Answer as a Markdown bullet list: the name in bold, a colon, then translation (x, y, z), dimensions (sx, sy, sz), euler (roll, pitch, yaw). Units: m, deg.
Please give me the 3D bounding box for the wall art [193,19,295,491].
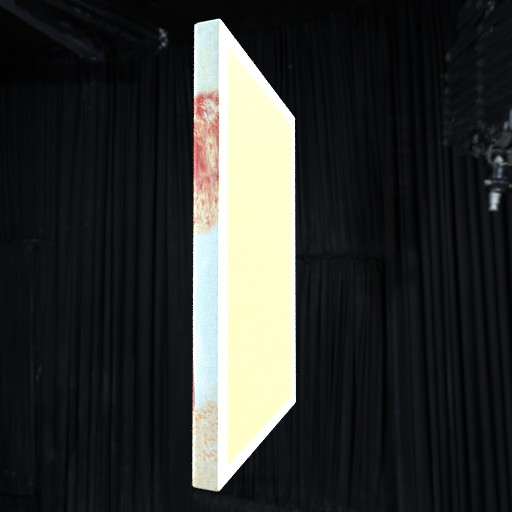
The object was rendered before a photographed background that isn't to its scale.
- **wall art**: translation (0.000, 0.000, 0.765), dimensions (0.038, 0.610, 0.401), euler (-1, -2, 19)
